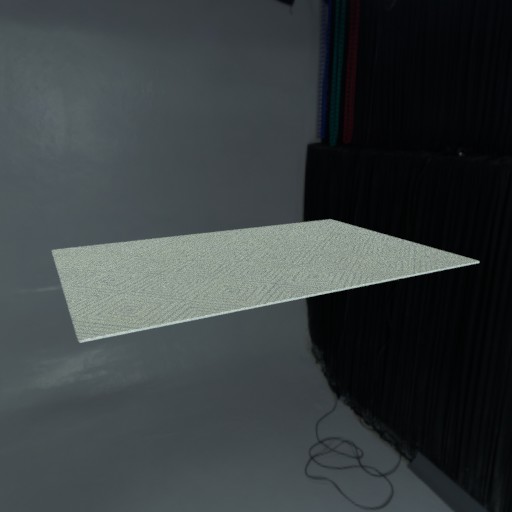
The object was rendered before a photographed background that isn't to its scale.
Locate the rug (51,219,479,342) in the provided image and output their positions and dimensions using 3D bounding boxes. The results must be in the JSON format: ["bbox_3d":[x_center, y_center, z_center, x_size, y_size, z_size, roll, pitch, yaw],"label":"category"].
[{"bbox_3d":[0.000,0.000,2.159,1.753,0.008,1.143,-8,18,-26],"label":"rug"}]
